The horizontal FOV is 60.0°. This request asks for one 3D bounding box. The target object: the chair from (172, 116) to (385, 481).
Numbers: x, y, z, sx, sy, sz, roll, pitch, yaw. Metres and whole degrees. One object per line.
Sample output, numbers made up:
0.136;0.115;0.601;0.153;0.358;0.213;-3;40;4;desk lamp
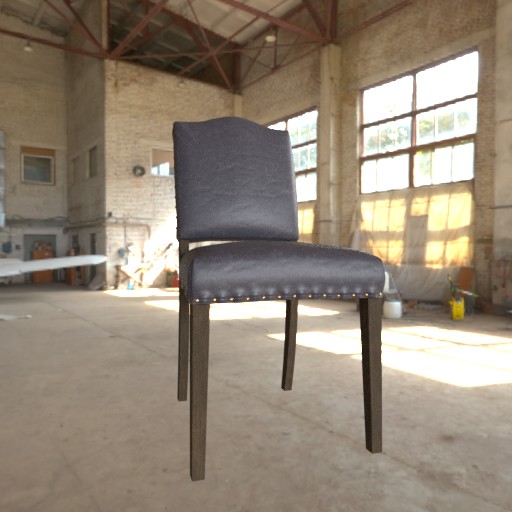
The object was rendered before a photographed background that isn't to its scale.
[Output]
0.000;0.000;1.339;0.500;0.991;0.633;0;1;-17;chair
